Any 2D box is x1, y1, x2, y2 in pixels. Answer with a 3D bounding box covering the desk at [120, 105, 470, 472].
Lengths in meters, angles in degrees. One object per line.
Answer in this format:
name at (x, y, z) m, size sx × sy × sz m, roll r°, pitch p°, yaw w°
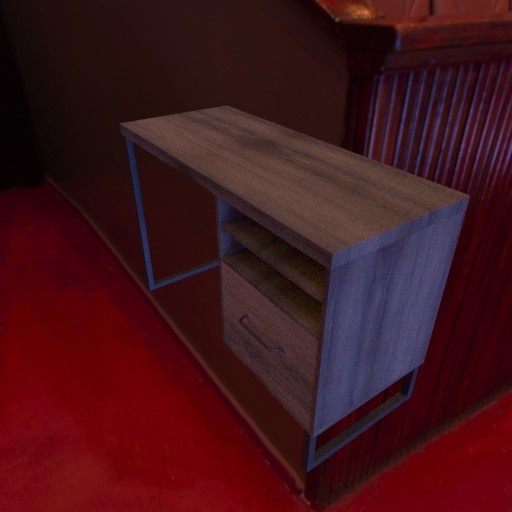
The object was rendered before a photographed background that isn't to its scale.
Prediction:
desk at (0.000, 0.000, 1.576) m, size 0.511 × 0.752 × 1.134 m, roll -21°, pitch 38°, yaw -30°
